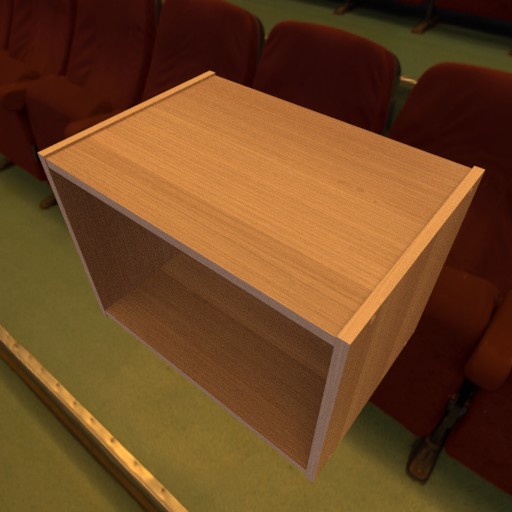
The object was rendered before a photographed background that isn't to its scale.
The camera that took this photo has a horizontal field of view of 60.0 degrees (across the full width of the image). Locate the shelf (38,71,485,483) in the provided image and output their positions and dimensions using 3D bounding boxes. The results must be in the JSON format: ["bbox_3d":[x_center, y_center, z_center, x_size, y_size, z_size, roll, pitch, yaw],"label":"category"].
[{"bbox_3d":[0.000,0.000,0.608,0.415,0.305,0.290,30,53,26],"label":"shelf"}]
